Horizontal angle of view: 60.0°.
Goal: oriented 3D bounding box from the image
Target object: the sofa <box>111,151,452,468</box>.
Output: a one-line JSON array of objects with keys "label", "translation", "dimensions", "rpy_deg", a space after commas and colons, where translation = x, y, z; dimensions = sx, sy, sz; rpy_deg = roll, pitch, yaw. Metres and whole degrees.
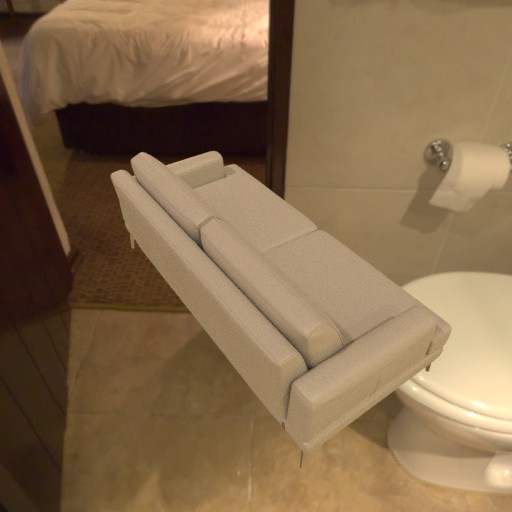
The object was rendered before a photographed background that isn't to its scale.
[{"label": "sofa", "translation": [0.000, 0.000, 2.491], "dimensions": [0.974, 0.765, 1.940], "rpy_deg": [-25, 47, -26]}]
